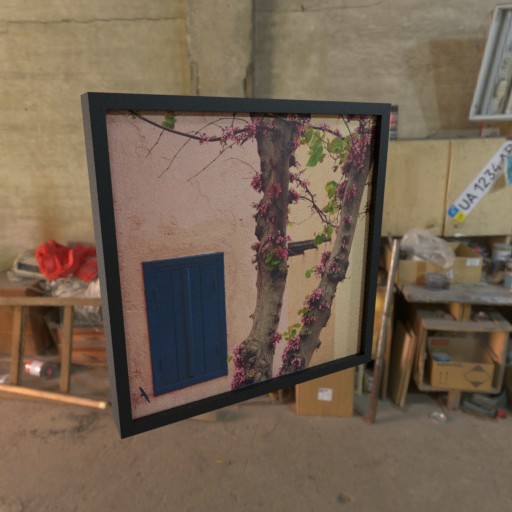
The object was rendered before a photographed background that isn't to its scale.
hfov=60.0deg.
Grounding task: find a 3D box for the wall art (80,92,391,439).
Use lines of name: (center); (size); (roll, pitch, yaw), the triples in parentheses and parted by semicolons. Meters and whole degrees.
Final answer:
wall art: (0.000, 0.000, 0.456); (0.305, 0.304, 0.038); (-8, 18, -27)
